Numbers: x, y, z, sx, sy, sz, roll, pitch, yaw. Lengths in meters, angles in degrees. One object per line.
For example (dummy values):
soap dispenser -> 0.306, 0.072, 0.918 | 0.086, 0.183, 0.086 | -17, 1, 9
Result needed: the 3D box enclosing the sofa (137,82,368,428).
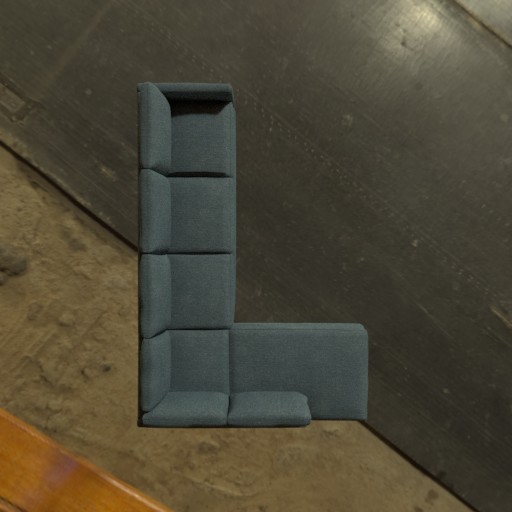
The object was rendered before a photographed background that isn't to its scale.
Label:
sofa -> 0.000, 0.000, 3.913 | 2.007, 0.815, 2.949 | 0, 90, 0
